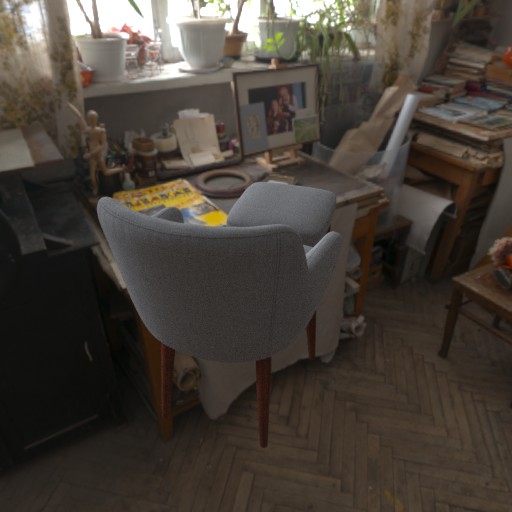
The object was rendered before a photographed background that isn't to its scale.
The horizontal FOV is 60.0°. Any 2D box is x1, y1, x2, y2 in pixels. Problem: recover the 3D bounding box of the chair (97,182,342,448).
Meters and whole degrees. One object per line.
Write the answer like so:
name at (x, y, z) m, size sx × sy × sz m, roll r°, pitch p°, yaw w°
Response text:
chair at (0.000, 0.000, 1.531) m, size 0.584 × 0.799 × 1.107 m, roll 10°, pitch 34°, yaw 15°
